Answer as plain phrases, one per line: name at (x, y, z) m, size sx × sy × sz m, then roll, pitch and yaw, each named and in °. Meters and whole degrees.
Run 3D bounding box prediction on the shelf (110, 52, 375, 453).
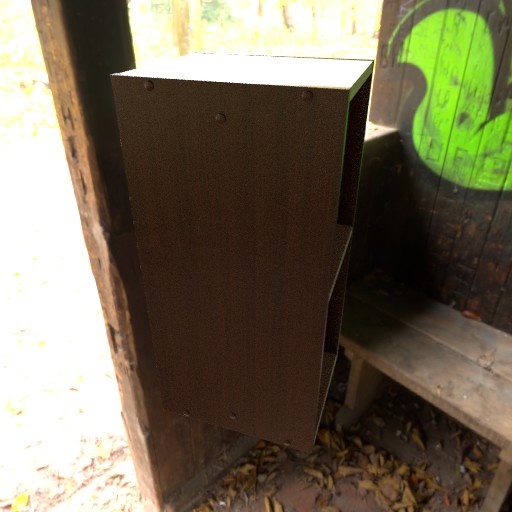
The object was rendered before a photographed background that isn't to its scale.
shelf at (0.000, 0.000, 0.755) m, size 0.290 × 0.600 × 0.253 m, roll 10°, pitch 32°, yaw 16°
